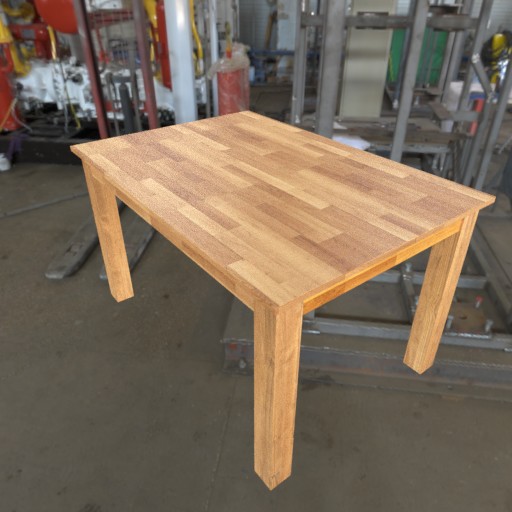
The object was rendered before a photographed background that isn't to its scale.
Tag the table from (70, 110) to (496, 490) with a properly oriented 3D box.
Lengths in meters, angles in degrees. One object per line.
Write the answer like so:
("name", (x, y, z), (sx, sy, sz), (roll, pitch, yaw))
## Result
("table", (0.000, 0.000, 1.796), (0.900, 0.750, 1.300), (-23, 39, -31))
